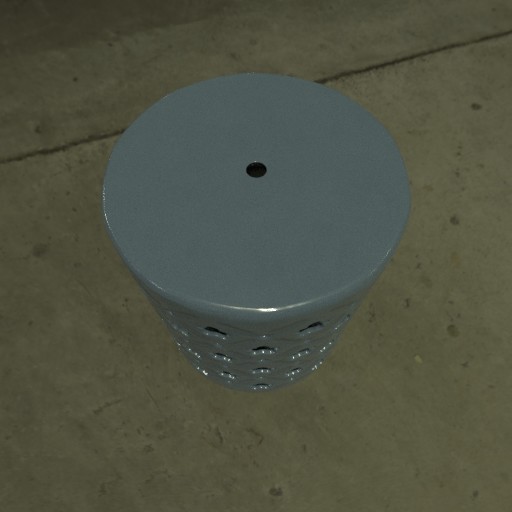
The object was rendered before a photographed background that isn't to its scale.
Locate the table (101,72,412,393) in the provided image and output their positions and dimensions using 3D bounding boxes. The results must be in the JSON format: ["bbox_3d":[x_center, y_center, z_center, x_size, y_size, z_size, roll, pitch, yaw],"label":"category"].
[{"bbox_3d":[0.000,0.000,0.664,0.352,0.387,0.352,0,60,0],"label":"table"}]
